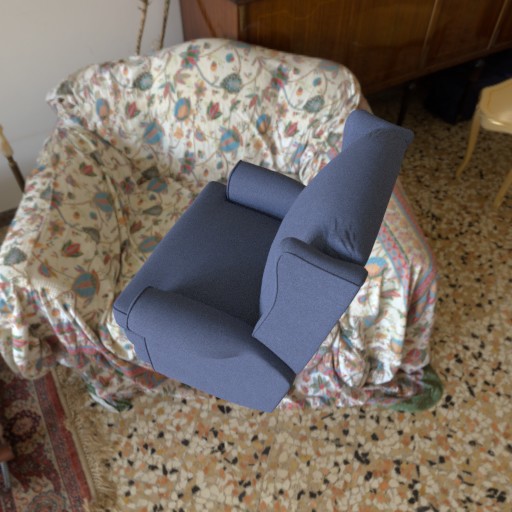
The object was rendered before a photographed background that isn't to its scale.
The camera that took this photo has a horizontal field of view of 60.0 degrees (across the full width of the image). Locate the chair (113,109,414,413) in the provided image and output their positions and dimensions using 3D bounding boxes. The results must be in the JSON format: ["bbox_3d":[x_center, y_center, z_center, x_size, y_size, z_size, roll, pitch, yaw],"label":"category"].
[{"bbox_3d":[0.000,0.000,1.742,0.877,1.020,0.971,17,50,15],"label":"chair"}]
